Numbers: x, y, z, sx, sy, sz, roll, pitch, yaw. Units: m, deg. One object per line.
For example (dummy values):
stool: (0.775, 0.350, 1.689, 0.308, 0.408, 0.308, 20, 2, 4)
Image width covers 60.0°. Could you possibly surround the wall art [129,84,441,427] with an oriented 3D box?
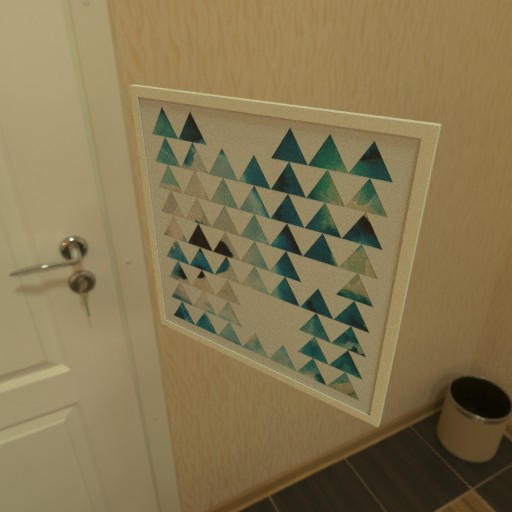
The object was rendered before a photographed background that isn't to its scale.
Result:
wall art: (0.000, 0.000, 0.830, 0.557, 0.557, 0.012, 18, 35, 29)
